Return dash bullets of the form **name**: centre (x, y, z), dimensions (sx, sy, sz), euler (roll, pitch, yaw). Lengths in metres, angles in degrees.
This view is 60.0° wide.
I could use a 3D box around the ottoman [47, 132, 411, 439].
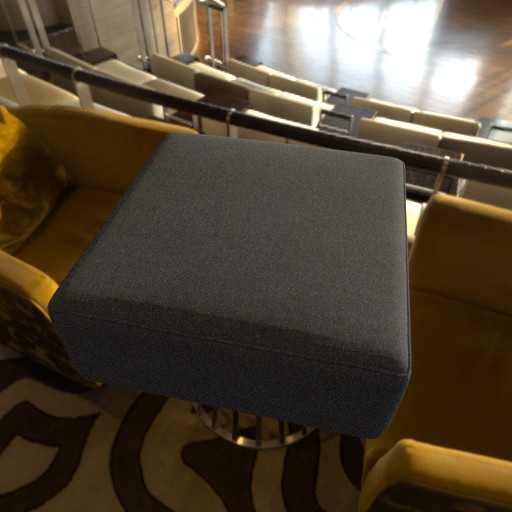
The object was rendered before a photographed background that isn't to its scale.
- **ottoman**: centre (0.000, 0.000, 1.583), dimensions (1.000, 0.439, 1.000), euler (9, 46, 9)
